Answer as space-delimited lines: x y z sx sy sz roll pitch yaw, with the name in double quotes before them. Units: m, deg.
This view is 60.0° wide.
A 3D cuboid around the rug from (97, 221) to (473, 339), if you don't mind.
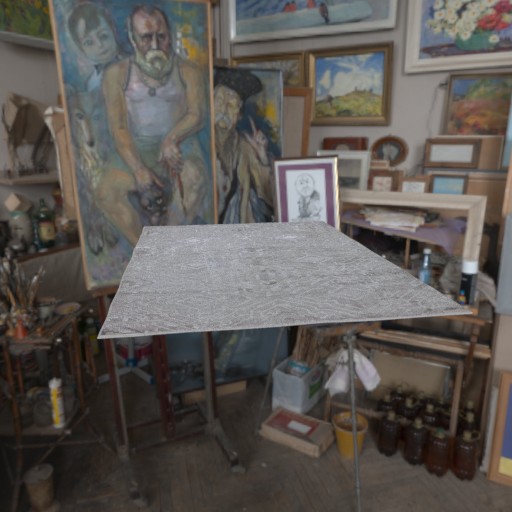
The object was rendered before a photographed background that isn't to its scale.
"rug" 0.000 0.000 4.404 2.448 0.020 3.359 -2 15 -9
